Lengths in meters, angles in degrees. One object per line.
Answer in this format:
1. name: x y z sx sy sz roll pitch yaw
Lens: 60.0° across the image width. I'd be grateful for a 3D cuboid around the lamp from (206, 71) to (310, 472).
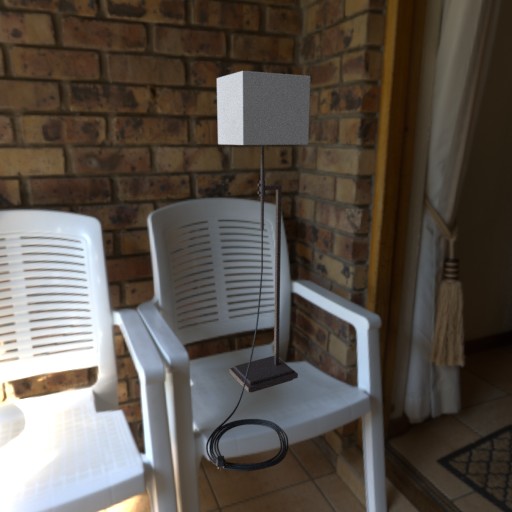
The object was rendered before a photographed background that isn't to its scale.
1. lamp: 0.000 0.000 2.024 0.698 1.600 0.774 -8 17 -28
